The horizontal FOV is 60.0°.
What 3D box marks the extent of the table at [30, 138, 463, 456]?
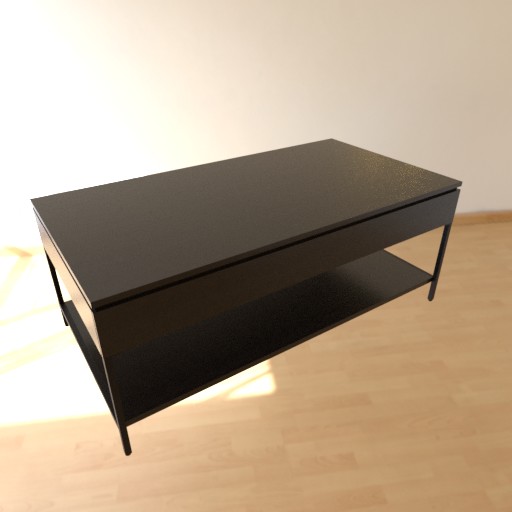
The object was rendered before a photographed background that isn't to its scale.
[{"bbox_3d":[0.000,0.000,1.369,1.095,0.435,0.574,-18,35,-29],"label":"table"}]
